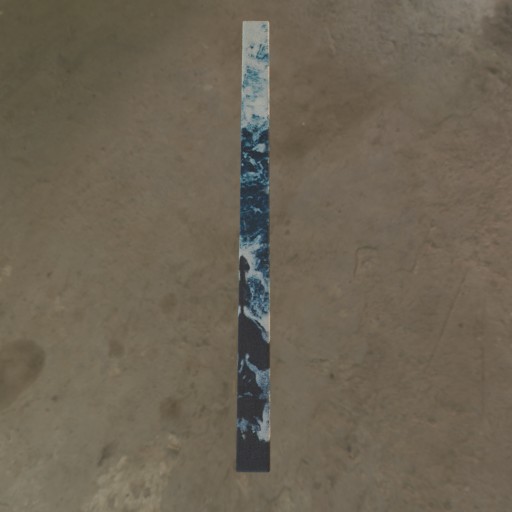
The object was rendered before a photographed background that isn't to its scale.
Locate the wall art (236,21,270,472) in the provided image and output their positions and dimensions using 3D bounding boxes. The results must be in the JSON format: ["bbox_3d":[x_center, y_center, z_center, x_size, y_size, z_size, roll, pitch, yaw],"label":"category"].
[{"bbox_3d":[0.000,0.000,0.770,0.043,0.407,0.609,0,75,0],"label":"wall art"}]
